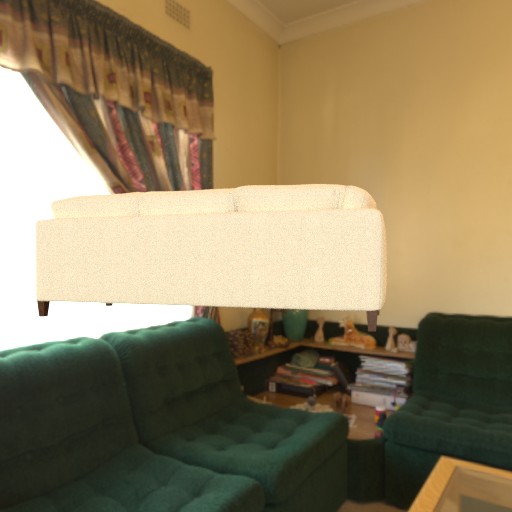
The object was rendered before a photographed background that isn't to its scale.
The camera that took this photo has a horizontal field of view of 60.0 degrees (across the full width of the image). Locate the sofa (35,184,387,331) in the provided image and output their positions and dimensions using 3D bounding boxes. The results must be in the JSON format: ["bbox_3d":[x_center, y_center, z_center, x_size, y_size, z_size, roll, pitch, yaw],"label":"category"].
[{"bbox_3d":[0.000,0.000,4.559,2.593,0.947,3.302,0,-1,17],"label":"sofa"}]
